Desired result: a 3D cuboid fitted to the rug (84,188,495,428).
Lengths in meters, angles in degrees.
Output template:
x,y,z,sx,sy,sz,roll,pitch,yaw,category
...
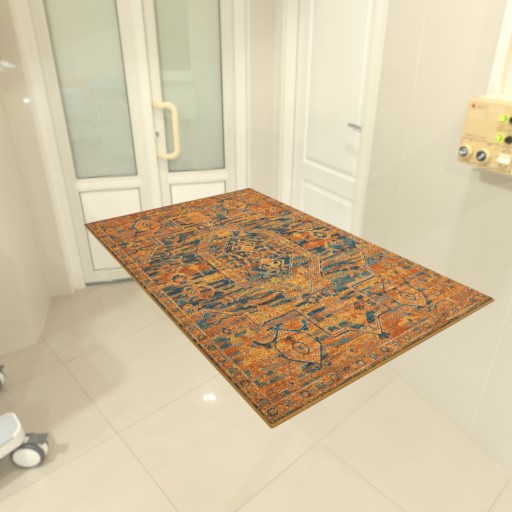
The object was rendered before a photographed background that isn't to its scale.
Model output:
x,y,z,sx,sy,sz,roll,pitch,yaw,category
0.000,0.000,1.053,0.557,0.008,0.863,-18,32,-31,rug
